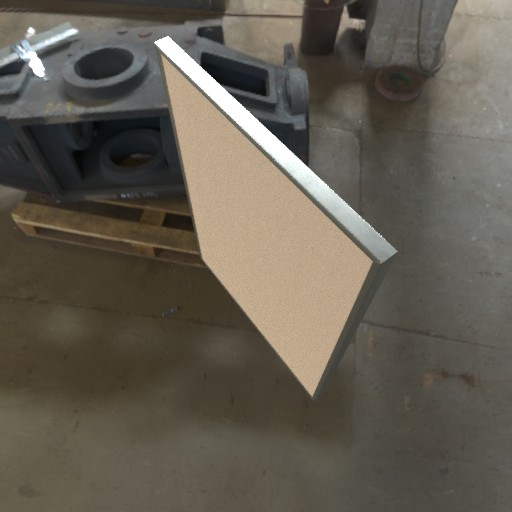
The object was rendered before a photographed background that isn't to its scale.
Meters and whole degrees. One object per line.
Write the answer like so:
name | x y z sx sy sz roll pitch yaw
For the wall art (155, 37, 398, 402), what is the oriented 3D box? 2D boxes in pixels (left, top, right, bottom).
wall art | 0.000 0.000 1.414 0.041 1.062 0.803 -33 64 -18
